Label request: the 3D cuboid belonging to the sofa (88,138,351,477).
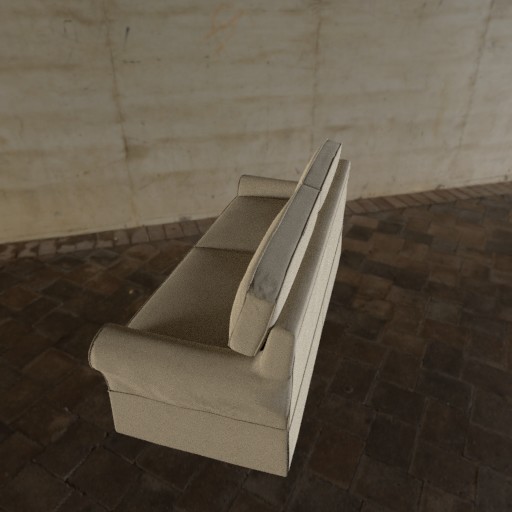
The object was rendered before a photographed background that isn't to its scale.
[{"bbox_3d":[0.000,0.000,2.723,0.900,1.014,2.246,8,31,14],"label":"sofa"}]
